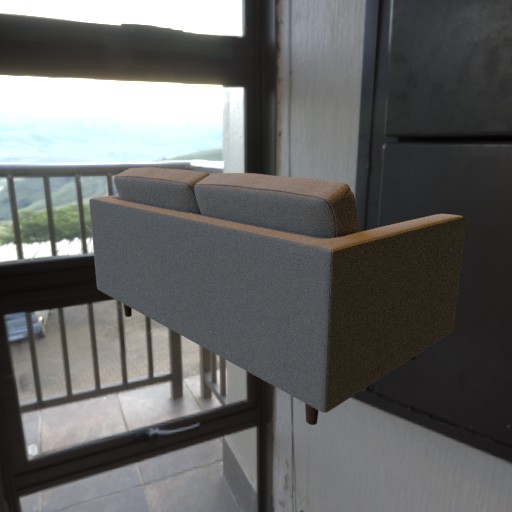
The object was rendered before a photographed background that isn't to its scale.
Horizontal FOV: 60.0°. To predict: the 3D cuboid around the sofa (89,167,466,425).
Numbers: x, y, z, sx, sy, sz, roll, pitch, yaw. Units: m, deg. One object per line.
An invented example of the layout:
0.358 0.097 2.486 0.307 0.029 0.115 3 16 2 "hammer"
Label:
0.000 0.000 2.305 1.000 0.900 1.731 -13 19 -41 "sofa"
